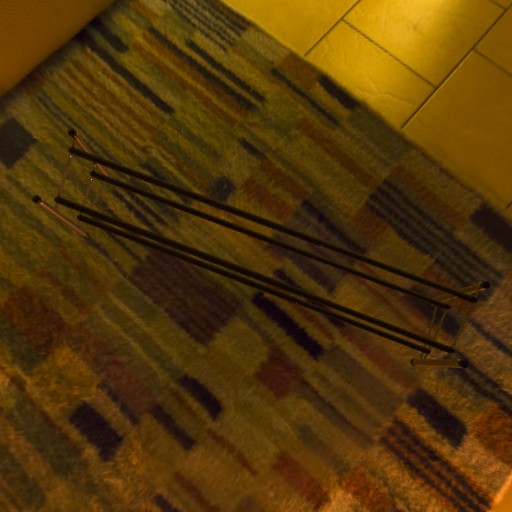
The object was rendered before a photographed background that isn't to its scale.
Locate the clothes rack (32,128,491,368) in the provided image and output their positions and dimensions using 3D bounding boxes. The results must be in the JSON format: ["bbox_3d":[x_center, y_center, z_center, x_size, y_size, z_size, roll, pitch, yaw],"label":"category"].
[{"bbox_3d":[0.000,0.000,1.291,1.168,0.349,0.229,21,78,5],"label":"clothes rack"}]
